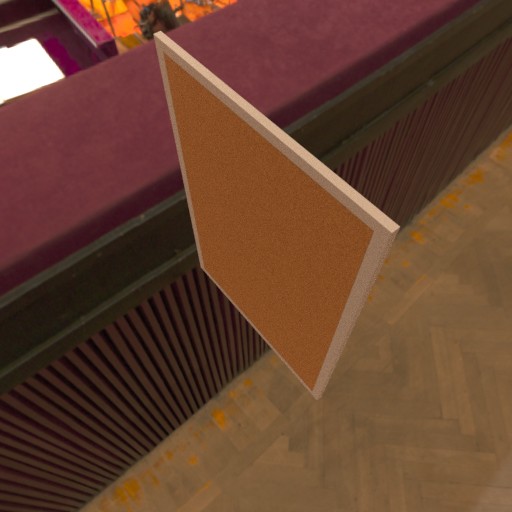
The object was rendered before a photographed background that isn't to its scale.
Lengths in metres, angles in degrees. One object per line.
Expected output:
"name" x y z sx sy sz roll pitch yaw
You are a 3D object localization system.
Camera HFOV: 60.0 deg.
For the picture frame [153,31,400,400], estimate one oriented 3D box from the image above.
"picture frame" 0.000 0.000 0.828 0.013 0.657 0.457 -34 64 -20
